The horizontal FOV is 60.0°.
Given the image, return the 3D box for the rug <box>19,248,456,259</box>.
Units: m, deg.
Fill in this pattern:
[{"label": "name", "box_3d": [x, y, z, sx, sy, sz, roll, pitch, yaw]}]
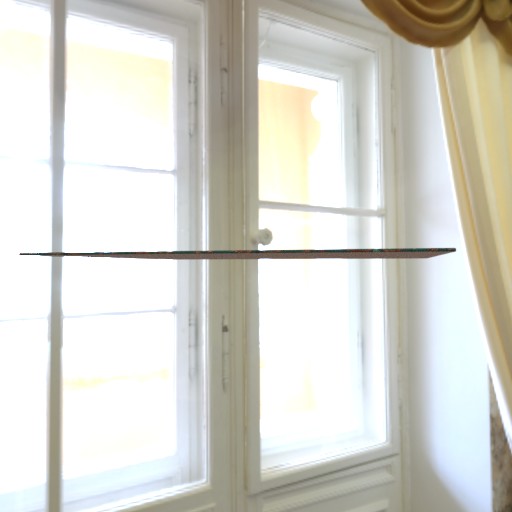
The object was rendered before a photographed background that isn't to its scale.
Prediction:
[{"label": "rug", "box_3d": [0.000, 0.000, 4.199, 3.204, 0.025, 2.434, 0, -1, 18]}]
